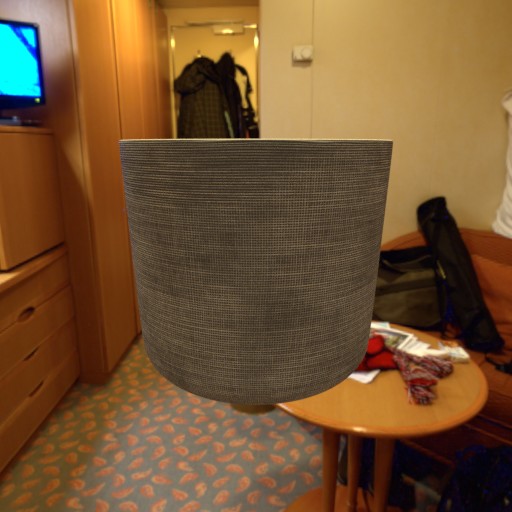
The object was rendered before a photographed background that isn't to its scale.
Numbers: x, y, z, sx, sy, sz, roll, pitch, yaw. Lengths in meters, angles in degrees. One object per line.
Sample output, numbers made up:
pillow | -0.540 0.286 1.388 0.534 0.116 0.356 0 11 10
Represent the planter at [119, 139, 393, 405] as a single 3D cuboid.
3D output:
planter | 0.000 0.000 0.790 0.440 0.398 0.440 0 14 0
